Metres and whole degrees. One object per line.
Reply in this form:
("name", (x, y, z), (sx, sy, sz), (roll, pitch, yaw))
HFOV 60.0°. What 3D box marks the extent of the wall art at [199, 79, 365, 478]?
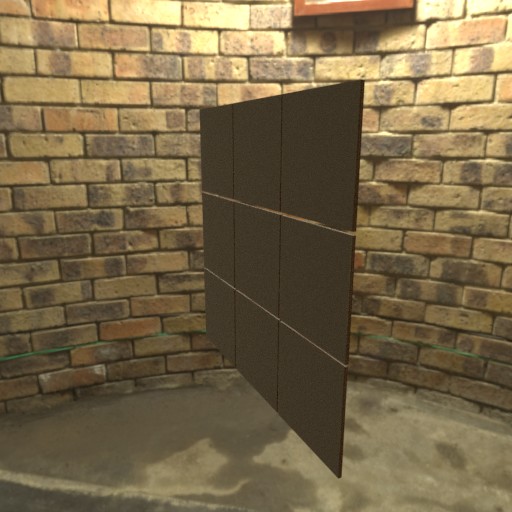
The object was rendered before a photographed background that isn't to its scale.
("wall art", (0.000, 0.000, 1.371), (0.010, 0.917, 0.919), (-7, 16, -26))
